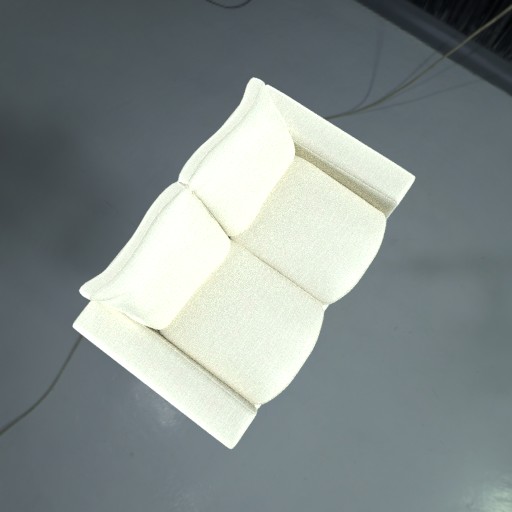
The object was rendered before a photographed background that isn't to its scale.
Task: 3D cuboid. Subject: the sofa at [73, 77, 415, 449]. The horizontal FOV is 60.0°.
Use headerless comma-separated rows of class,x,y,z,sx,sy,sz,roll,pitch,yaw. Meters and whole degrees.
sofa,0.000,0.000,2.466,1.091,0.875,1.754,35,79,8
